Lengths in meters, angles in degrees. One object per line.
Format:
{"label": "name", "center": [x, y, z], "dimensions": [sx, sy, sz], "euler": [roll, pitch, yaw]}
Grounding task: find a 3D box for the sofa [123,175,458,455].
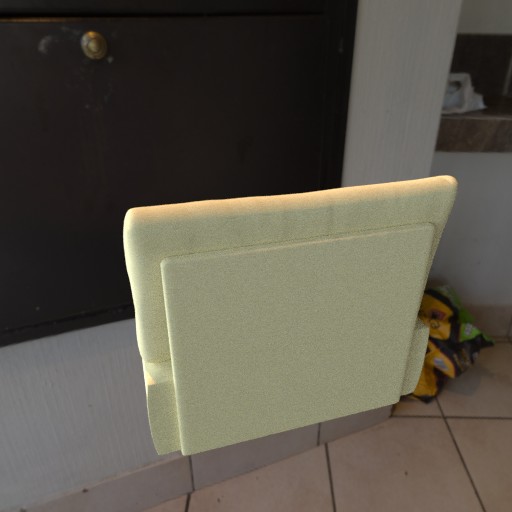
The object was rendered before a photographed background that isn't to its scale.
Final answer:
{"label": "sofa", "center": [0.000, 0.000, 1.689], "dimensions": [0.930, 0.820, 1.000], "euler": [-8, 29, -15]}
